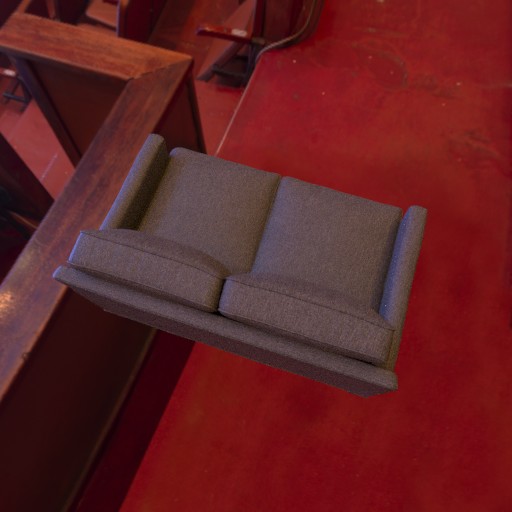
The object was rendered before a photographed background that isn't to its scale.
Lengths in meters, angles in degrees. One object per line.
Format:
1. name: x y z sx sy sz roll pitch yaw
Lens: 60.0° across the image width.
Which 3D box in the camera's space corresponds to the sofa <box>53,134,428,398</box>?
1. sofa: 0.000 0.000 2.332 1.597 1.003 1.084 17 66 8
